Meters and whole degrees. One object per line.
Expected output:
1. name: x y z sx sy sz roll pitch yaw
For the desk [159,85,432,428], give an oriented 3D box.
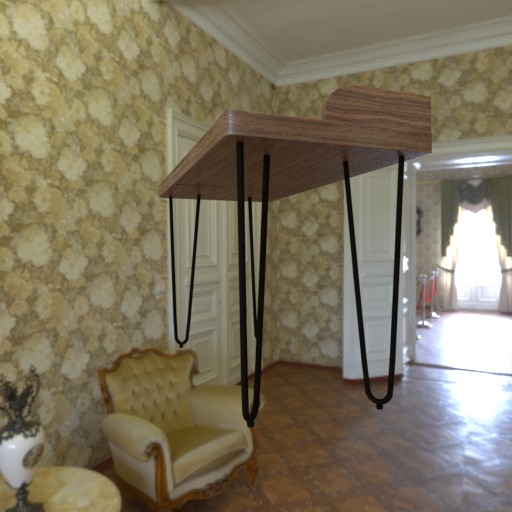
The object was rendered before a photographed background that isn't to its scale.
1. desk: 0.000 0.000 1.648 0.565 0.854 1.200 0 0 -20
